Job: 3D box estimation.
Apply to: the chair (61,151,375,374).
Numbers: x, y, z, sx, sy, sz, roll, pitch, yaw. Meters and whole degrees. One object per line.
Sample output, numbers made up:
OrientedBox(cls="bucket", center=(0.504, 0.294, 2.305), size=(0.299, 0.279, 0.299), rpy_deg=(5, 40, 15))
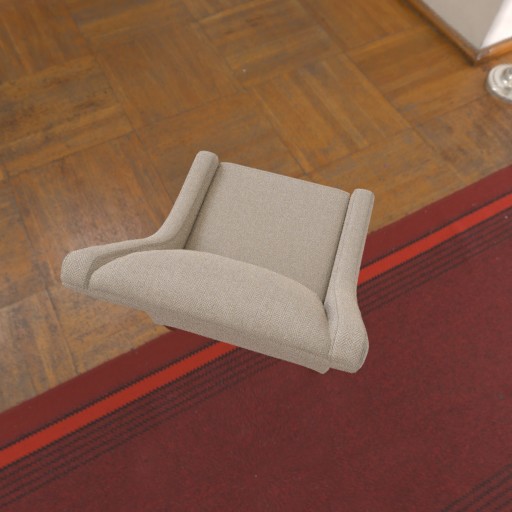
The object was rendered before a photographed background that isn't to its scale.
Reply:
OrientedBox(cls="chair", center=(0.000, 0.000, 1.634), size=(0.774, 1.014, 0.870), rpy_deg=(15, 65, 7))
